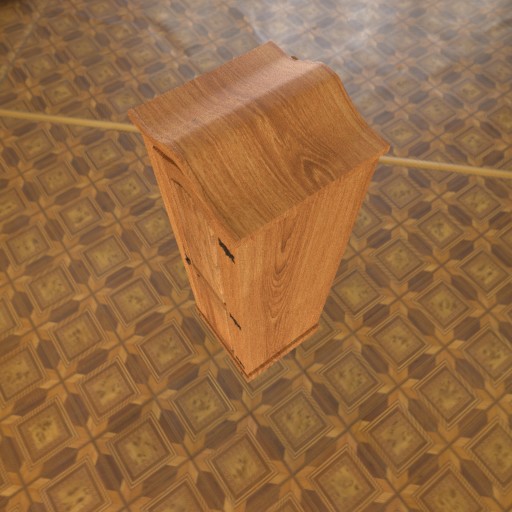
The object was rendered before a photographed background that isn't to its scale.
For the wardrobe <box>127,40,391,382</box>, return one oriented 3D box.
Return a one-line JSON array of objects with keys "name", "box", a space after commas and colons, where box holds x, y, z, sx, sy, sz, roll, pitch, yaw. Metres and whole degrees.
[{"name": "wardrobe", "box": [0.000, 0.000, 2.114, 0.570, 1.870, 0.590, -33, 67, -16]}]
